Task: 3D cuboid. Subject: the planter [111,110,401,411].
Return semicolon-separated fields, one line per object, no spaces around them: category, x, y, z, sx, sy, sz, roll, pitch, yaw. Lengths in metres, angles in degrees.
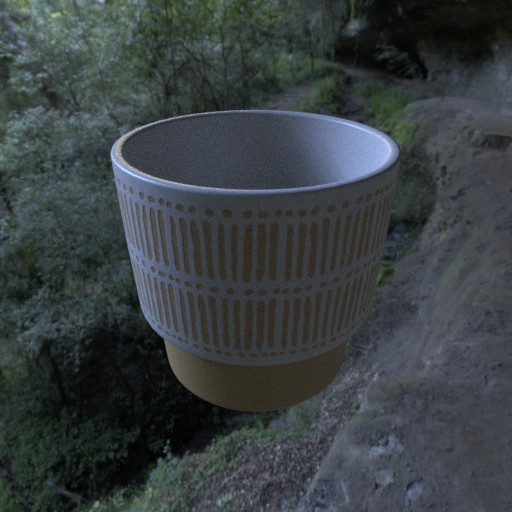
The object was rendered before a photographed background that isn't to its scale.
planter;0.000;0.000;0.576;0.317;0.303;0.317;0;30;0
